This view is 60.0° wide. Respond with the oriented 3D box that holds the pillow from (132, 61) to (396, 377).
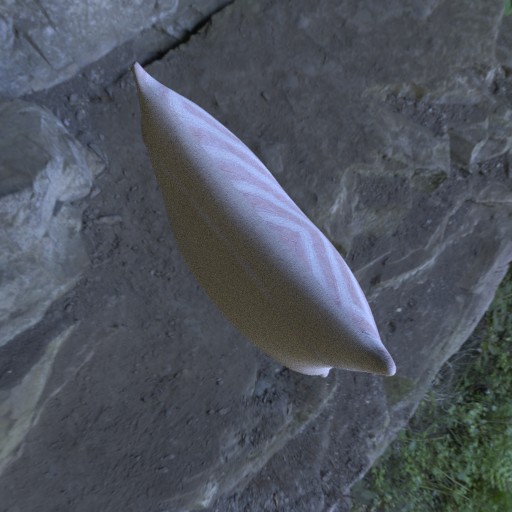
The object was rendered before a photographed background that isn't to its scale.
[{"bbox_3d":[0.000,0.000,0.657,0.182,0.441,0.440,-37,79,-9],"label":"pillow"}]
